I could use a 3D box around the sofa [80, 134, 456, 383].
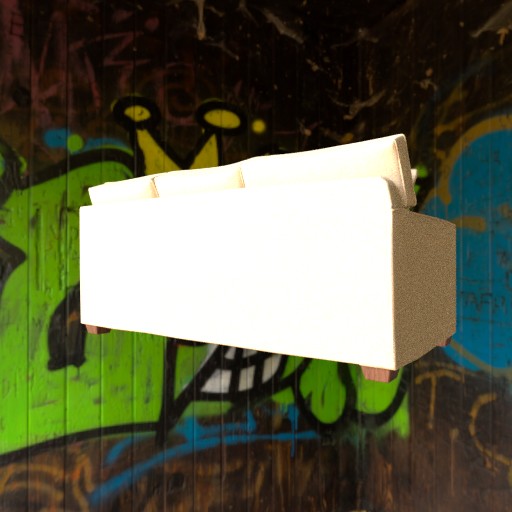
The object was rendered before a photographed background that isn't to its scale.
[{"bbox_3d":[0.000,0.000,2.551,1.962,0.946,1.034,0,0,36],"label":"sofa"}]
